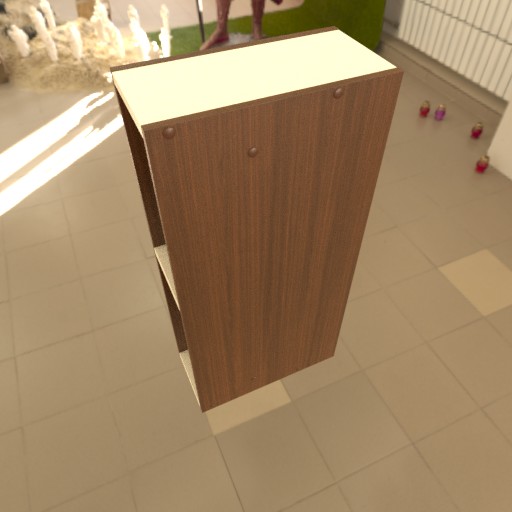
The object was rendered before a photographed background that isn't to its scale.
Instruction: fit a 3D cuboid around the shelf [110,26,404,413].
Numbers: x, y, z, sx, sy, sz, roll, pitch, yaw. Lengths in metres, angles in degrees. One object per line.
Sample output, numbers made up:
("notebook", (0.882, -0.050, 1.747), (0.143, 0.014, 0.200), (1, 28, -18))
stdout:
("shelf", (0.000, 0.000, 0.705), (0.290, 0.600, 0.147), (-19, 50, -17))
